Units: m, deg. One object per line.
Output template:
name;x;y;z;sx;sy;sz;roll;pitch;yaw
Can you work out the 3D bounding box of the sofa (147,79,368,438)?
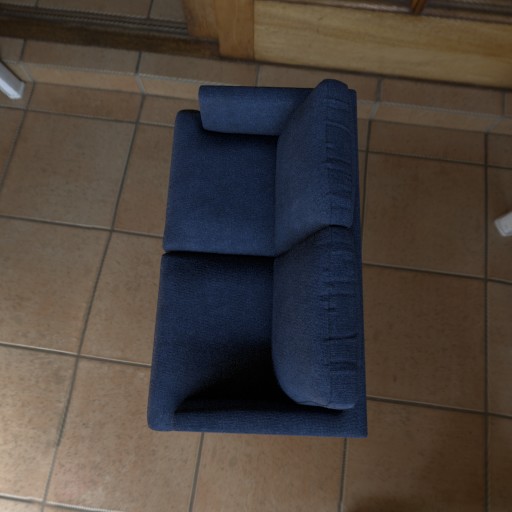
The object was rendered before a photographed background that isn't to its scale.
sofa;0.000;0.000;2.101;0.903;0.944;1.582;2;74;1
